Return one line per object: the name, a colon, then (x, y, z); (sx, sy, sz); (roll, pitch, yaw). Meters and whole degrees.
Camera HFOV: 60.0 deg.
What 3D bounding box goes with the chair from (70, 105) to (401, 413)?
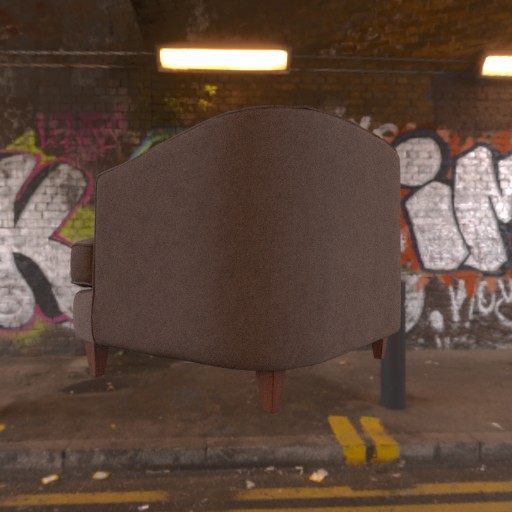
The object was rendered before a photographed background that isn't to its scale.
chair: (0.000, 0.000, 1.752); (0.941, 0.852, 1.104); (0, 0, 37)
